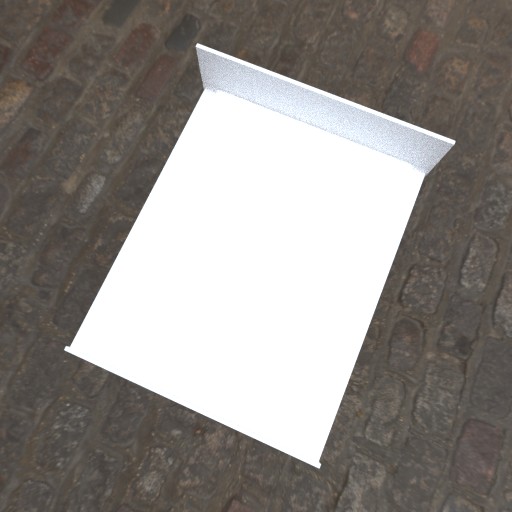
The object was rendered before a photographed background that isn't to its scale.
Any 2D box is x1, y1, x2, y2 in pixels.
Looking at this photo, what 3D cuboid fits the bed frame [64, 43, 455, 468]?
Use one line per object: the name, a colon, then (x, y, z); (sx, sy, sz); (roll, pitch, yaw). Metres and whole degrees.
bed frame: (0.000, 0.000, 2.772); (1.622, 0.800, 1.960); (23, 77, 5)
